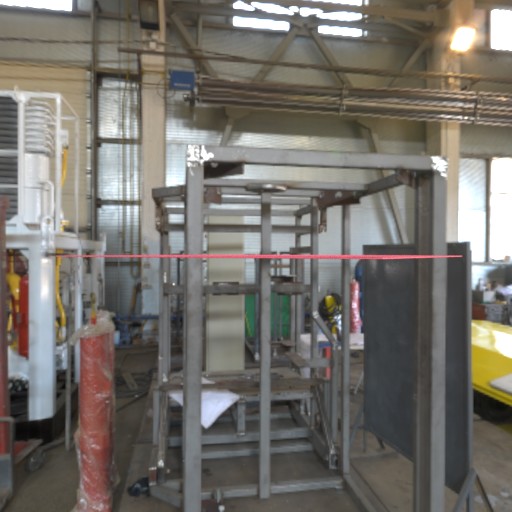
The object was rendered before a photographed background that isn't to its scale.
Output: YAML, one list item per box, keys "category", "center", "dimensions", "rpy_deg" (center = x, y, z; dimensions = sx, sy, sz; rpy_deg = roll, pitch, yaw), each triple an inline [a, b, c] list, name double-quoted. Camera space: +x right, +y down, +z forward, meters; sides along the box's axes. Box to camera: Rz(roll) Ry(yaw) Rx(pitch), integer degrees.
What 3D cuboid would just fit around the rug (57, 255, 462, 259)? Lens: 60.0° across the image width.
- category: "rug"
  center: [0.000, 0.000, 2.377]
  dimensions: [1.814, 0.008, 1.209]
  rpy_deg: [0, 0, 35]
